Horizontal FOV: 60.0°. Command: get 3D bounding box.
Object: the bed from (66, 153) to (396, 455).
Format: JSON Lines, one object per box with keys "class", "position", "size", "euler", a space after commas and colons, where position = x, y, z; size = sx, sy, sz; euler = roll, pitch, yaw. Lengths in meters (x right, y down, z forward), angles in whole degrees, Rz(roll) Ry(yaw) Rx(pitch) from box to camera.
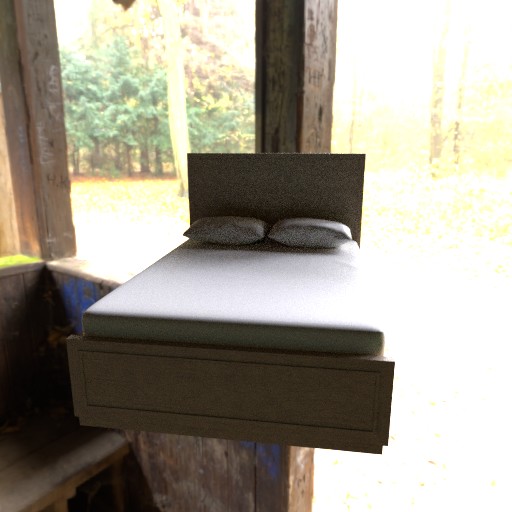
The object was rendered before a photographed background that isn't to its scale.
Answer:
{"class": "bed", "position": [0.000, 0.000, 3.117], "size": [1.606, 1.369, 2.189], "euler": [2, 14, 8]}
